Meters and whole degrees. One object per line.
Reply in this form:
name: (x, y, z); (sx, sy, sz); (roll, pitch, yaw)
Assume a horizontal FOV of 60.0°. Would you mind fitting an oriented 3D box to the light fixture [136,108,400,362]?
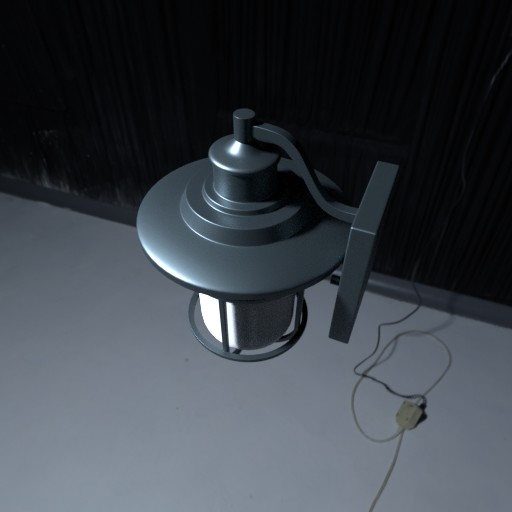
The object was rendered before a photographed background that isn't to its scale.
light fixture: (0.000, 0.000, 0.506); (0.252, 0.345, 0.222); (17, 48, 16)
